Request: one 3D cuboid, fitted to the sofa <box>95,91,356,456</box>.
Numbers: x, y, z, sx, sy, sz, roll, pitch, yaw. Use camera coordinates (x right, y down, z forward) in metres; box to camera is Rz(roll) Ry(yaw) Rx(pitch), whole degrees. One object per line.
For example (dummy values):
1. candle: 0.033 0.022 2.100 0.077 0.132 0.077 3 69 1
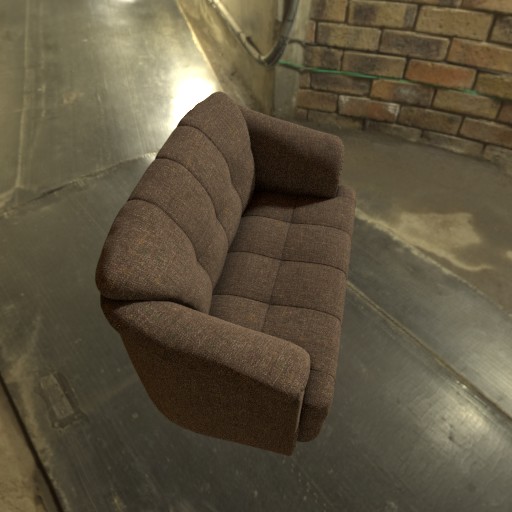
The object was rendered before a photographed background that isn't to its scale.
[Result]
1. sofa: 0.000 0.000 1.908 0.799 0.895 1.404 10 47 9
